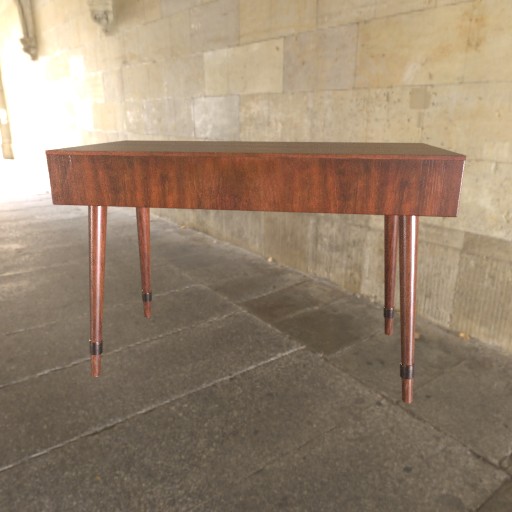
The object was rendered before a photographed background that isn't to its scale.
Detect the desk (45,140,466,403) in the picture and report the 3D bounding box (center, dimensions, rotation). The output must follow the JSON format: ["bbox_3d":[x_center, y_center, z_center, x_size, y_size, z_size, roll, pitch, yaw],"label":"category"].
[{"bbox_3d":[0.000,0.000,2.138,1.577,1.031,0.734,3,18,8],"label":"desk"}]
